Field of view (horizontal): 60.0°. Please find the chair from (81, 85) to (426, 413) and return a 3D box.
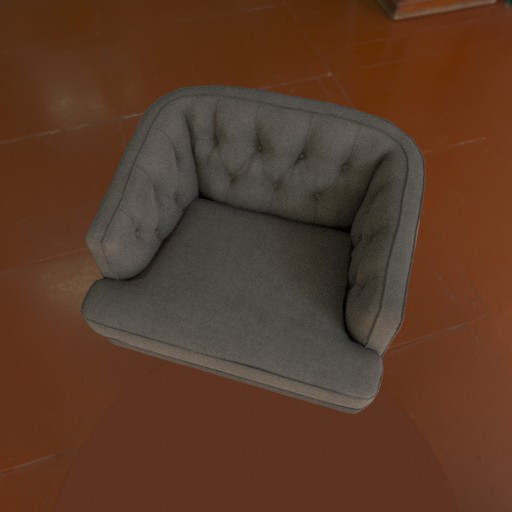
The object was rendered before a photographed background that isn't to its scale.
[{"bbox_3d":[0.000,0.000,1.772,1.104,0.852,0.941,14,59,9],"label":"chair"}]
